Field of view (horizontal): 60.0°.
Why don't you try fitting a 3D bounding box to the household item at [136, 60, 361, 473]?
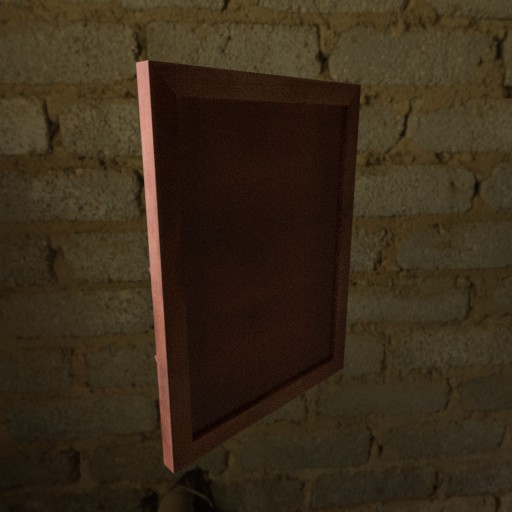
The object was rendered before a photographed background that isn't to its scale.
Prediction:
[{"bbox_3d":[0.000,0.000,0.542,0.310,0.407,0.067,-15,22,-42],"label":"household item"}]
